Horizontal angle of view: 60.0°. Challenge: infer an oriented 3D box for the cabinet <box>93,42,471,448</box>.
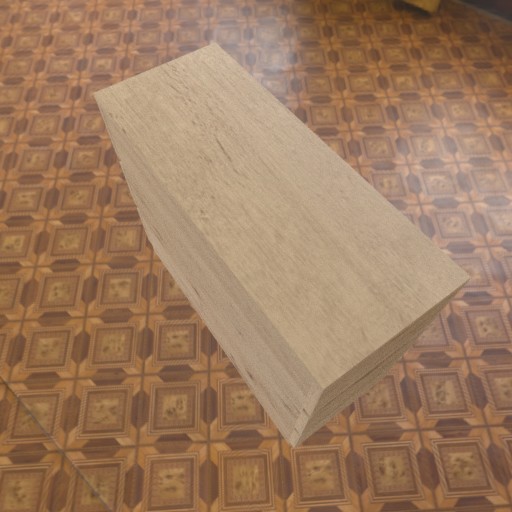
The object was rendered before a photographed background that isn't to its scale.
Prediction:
[{"bbox_3d":[0.000,0.000,1.477,0.420,0.820,1.040,-31,64,-17],"label":"cabinet"}]
